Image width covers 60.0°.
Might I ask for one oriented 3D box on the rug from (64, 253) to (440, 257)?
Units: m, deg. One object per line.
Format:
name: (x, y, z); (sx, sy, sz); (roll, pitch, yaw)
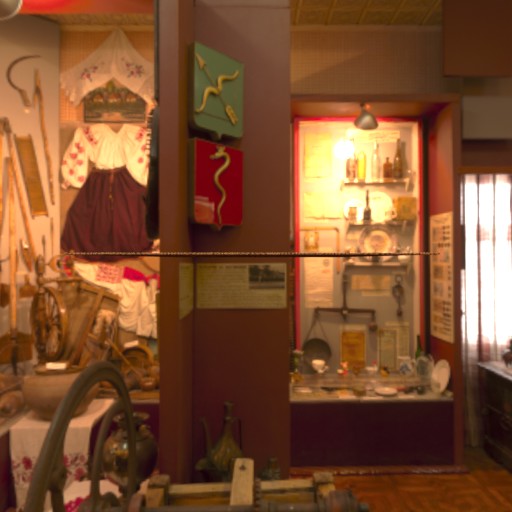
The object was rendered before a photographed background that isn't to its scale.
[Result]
rug: (0.000, 0.000, 2.996); (1.519, 0.007, 2.428); (0, 0, 1)
